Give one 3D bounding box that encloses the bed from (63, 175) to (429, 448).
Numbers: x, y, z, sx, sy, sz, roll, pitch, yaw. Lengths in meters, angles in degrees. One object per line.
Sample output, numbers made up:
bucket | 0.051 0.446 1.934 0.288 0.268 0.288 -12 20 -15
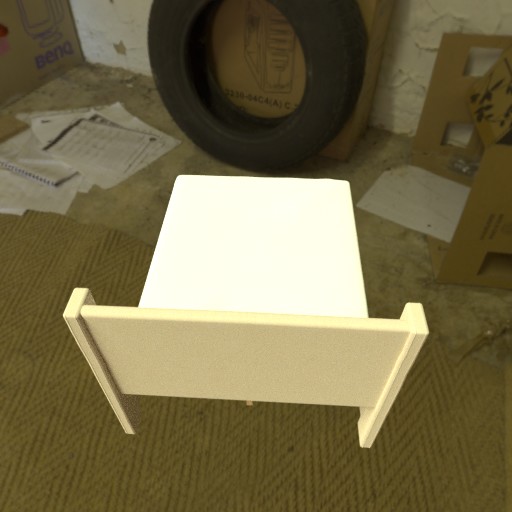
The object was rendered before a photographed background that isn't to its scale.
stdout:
bed | 0.000 0.000 3.442 1.778 1.471 2.293 2 47 2
